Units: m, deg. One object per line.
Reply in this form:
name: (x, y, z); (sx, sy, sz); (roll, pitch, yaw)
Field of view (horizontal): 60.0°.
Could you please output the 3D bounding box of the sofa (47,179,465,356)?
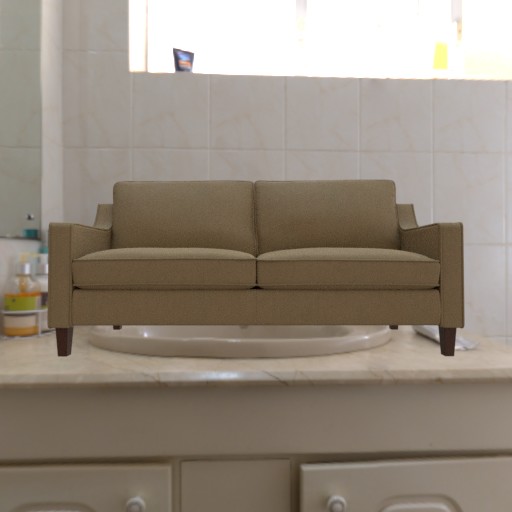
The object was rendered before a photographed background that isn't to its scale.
sofa: (0.000, 0.000, 2.818); (2.178, 1.071, 1.066); (0, -1, 0)
